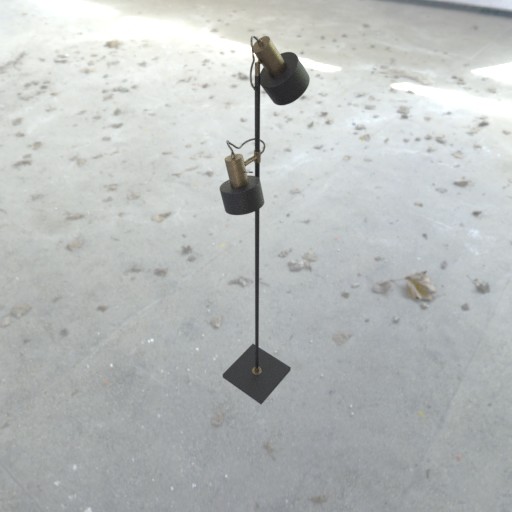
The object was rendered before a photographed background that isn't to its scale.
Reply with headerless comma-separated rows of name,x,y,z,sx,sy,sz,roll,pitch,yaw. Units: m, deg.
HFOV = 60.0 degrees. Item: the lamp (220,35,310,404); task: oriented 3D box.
lamp,0.000,0.000,1.628,0.233,1.505,0.315,27,48,28
